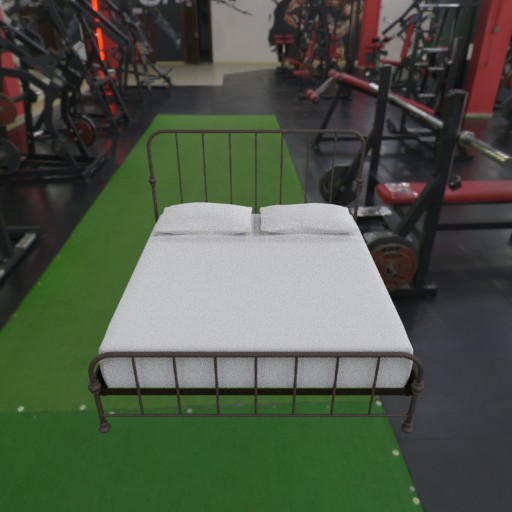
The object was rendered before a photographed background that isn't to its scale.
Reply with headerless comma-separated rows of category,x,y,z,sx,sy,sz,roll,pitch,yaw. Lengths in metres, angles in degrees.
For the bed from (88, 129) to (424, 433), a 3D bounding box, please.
bed,0.000,0.000,3.434,2.044,1.446,2.134,0,29,0
